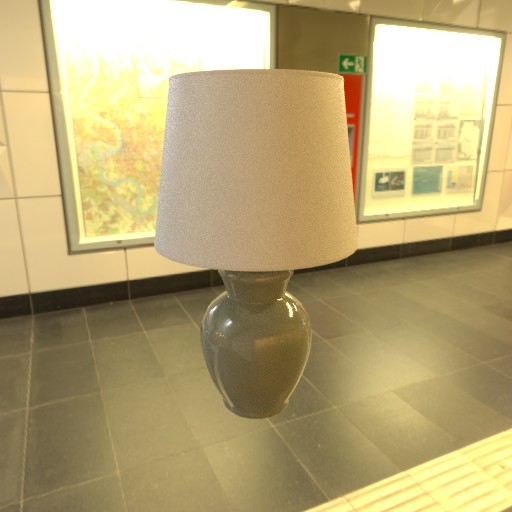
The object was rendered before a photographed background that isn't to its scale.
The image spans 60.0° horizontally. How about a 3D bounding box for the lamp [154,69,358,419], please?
[{"bbox_3d":[0.000,0.000,0.538,0.239,0.399,0.239,0,16,0],"label":"lamp"}]
